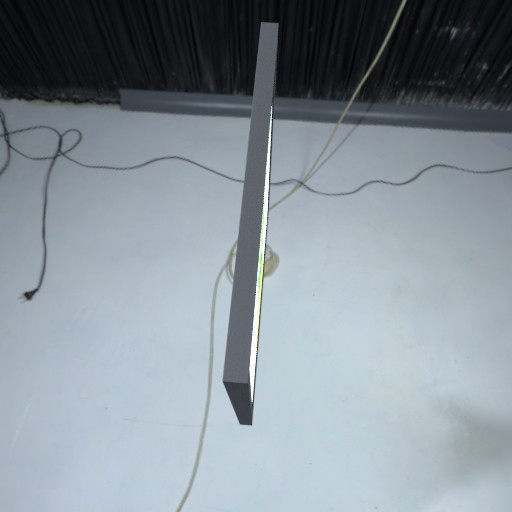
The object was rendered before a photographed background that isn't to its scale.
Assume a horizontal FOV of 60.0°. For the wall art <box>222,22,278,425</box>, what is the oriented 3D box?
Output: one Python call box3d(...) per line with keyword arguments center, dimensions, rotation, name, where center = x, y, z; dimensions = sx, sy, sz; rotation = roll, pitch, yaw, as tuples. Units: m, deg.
box3d(center=(0.000, 0.000, 1.143), dimensions=(0.037, 0.760, 0.762), rotation=(4, 65, 2), name="wall art")
